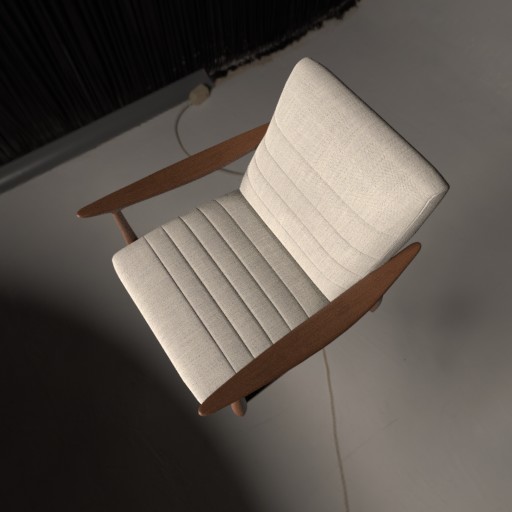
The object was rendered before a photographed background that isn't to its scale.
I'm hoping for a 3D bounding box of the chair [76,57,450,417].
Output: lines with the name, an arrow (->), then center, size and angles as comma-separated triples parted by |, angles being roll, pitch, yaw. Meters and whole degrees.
chair -> 0.000, 0.000, 1.427 | 0.798, 0.832, 0.741 | -33, 69, -14
